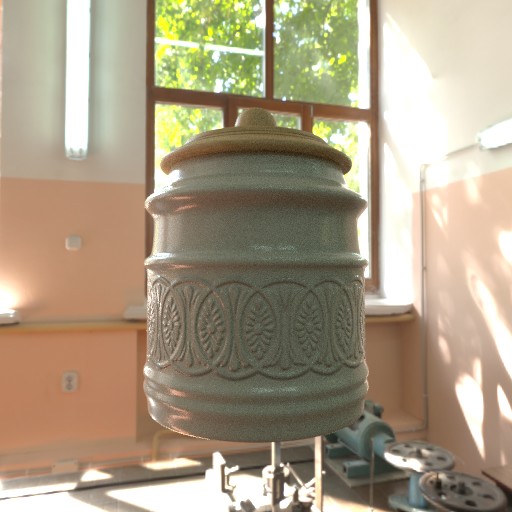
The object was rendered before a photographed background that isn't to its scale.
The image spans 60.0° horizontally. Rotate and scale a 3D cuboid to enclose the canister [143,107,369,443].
[{"bbox_3d":[0.000,0.000,0.265,0.130,0.176,0.130,0,-2,0],"label":"canister"}]
